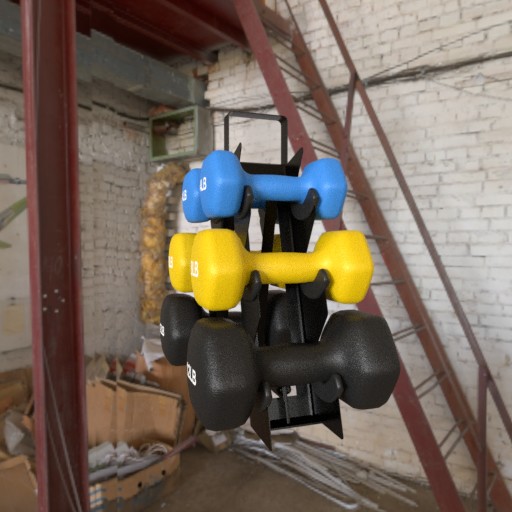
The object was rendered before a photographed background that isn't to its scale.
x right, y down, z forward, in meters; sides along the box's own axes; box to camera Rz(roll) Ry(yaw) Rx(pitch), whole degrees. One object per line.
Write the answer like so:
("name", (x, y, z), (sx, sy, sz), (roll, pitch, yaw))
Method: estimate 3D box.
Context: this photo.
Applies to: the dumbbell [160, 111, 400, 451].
("dumbbell", (0.000, 0.000, 0.678), (0.255, 0.426, 0.409), (-1, 2, -19))
